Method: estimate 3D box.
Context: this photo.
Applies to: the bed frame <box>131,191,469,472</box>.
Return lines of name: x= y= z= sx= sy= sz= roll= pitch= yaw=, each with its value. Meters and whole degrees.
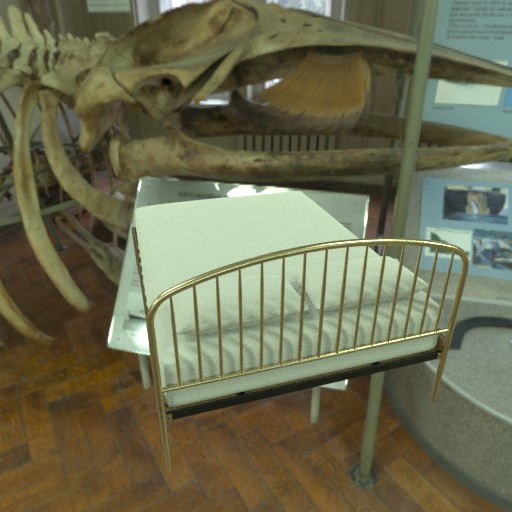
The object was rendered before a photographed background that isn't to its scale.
bed frame: x=0.000 y=0.000 z=3.099 sx=1.612 sy=1.175 sz=2.152 roll=-8 pitch=28 yaw=-15
